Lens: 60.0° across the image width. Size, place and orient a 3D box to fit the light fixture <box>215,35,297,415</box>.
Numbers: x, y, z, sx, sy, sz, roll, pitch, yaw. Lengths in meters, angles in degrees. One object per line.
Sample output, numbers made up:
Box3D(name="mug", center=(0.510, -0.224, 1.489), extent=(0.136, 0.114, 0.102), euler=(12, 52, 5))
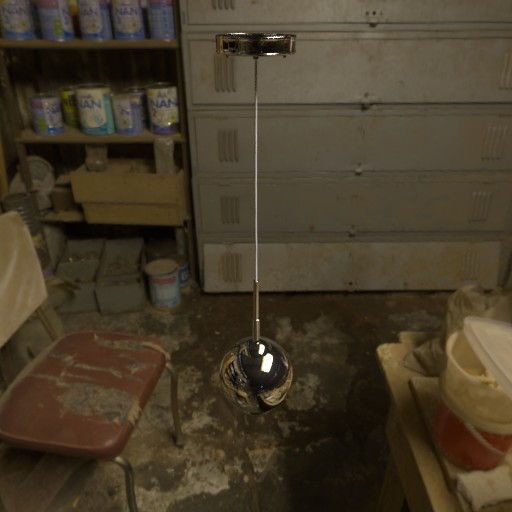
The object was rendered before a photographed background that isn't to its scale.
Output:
Box3D(name="light fixture", center=(0.000, 0.000, 1.723), extent=(0.336, 1.538, 0.336), euler=(0, 29, 1))
